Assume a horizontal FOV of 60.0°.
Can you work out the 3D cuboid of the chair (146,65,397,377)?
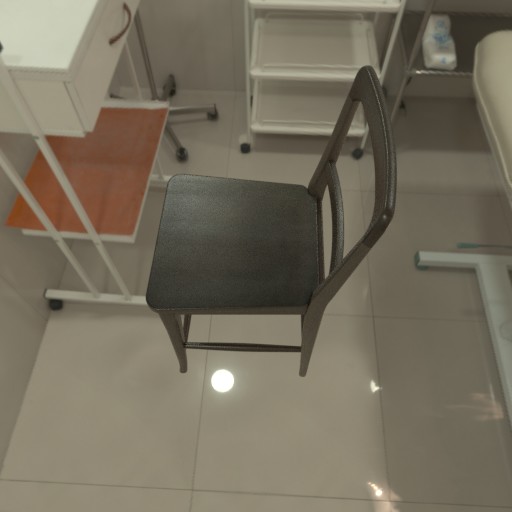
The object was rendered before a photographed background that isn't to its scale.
[{"bbox_3d":[0.000,0.000,1.297,0.546,0.991,0.450,2,59,1],"label":"chair"}]
